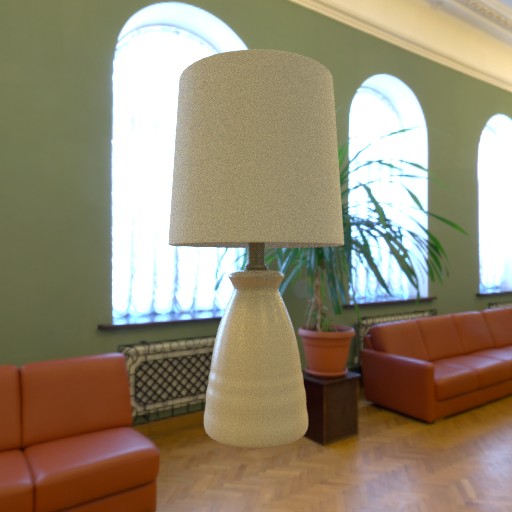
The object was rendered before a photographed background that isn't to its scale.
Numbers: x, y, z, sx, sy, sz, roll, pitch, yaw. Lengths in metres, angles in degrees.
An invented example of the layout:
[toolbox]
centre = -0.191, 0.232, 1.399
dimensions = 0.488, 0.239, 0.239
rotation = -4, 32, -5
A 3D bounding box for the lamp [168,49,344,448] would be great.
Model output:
[lamp]
centre = 0.000, 0.000, 0.477
dimensions = 0.186, 0.369, 0.186
rotation = 0, 0, 0
